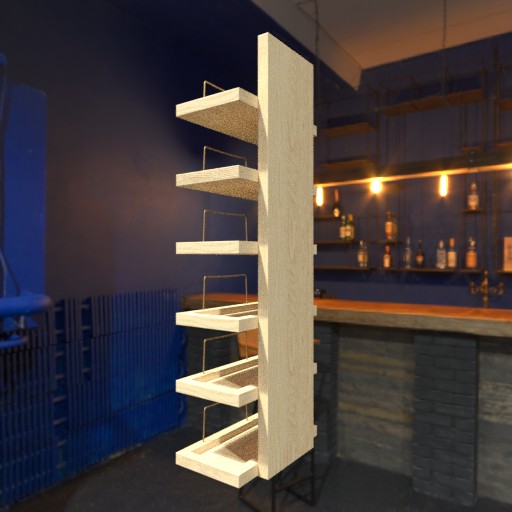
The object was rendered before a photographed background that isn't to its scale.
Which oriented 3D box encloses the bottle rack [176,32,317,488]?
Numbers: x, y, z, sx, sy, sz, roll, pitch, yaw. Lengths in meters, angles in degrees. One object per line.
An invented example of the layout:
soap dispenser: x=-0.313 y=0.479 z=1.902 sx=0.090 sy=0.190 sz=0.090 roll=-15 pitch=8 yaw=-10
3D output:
bottle rack: x=0.000 y=0.000 z=1.074 sx=0.206 sy=0.943 sz=0.330 roll=0 pitch=0 yaw=36
